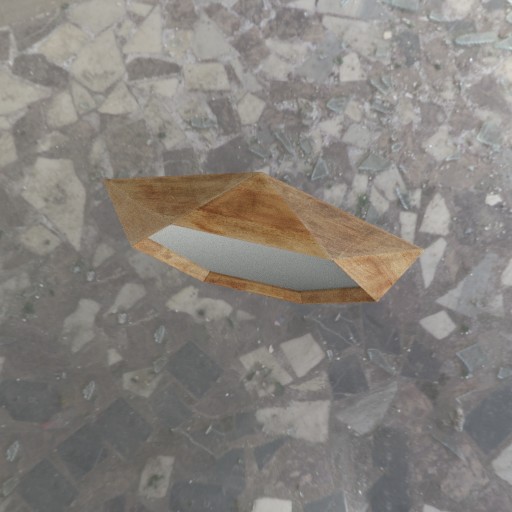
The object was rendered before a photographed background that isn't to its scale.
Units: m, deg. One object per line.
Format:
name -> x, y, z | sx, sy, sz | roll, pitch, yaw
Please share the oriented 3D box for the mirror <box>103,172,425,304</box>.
mirror -> 0.000, 0.000, 1.083 | 0.675, 0.779, 0.091 | 13, 75, 3
